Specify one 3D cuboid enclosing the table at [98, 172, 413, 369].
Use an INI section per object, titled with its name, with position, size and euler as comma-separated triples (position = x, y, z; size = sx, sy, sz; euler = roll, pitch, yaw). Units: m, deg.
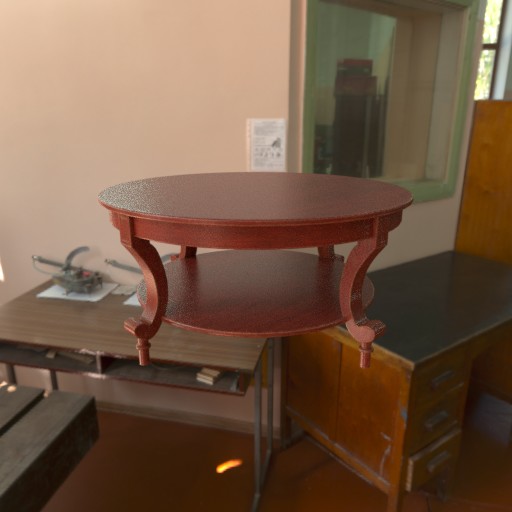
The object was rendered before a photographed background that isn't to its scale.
[table]
position = 0.000, 0.000, 1.588
size = 1.029, 0.486, 1.029
euler = 0, 17, 0
